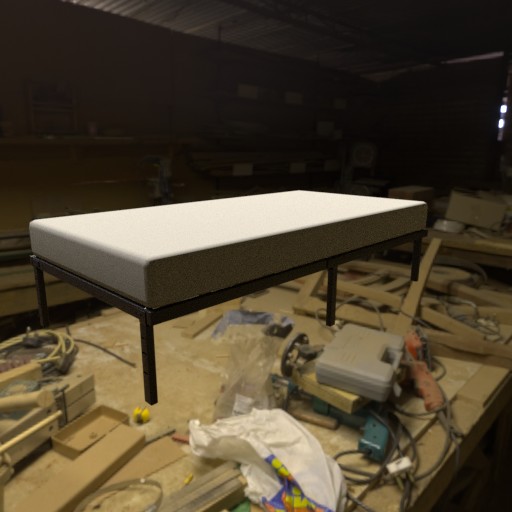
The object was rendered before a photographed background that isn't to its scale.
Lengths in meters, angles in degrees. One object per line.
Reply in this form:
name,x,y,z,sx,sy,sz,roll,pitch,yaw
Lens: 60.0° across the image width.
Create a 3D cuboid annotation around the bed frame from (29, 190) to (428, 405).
bed frame,0.000,0.000,3.227,1.393,0.680,2.635,14,19,43
